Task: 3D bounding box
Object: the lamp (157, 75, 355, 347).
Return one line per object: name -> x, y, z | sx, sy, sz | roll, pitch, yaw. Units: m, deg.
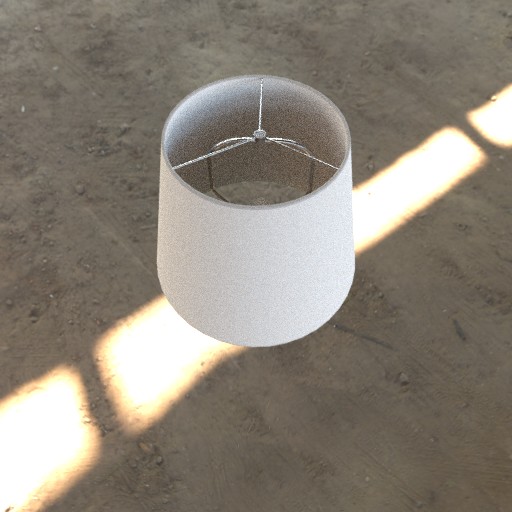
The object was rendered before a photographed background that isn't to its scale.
lamp -> 0.000, 0.000, 0.807 | 0.355, 0.582, 0.355 | 0, 58, 0
